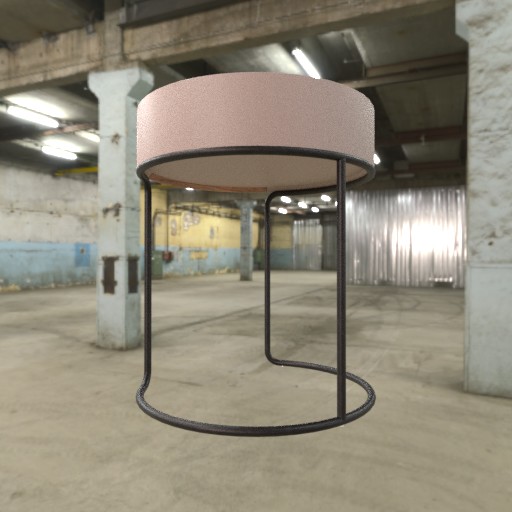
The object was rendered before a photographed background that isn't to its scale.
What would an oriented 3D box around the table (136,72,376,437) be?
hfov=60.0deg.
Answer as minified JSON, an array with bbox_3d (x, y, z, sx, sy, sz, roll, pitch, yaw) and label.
[{"bbox_3d":[0.000,0.000,0.863,0.450,0.530,0.450,0,0,0],"label":"table"}]
